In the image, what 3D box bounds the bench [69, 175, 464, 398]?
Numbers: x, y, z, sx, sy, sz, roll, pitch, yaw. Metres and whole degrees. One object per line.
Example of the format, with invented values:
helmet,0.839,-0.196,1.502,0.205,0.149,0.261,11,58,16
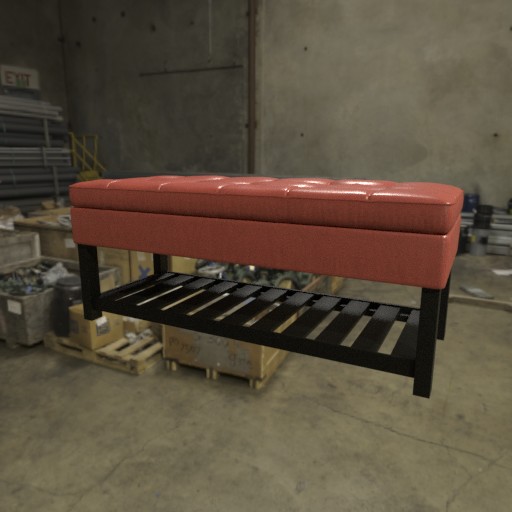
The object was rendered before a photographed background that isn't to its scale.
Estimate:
bench,0.000,0.000,1.353,1.105,0.460,0.432,7,14,26
